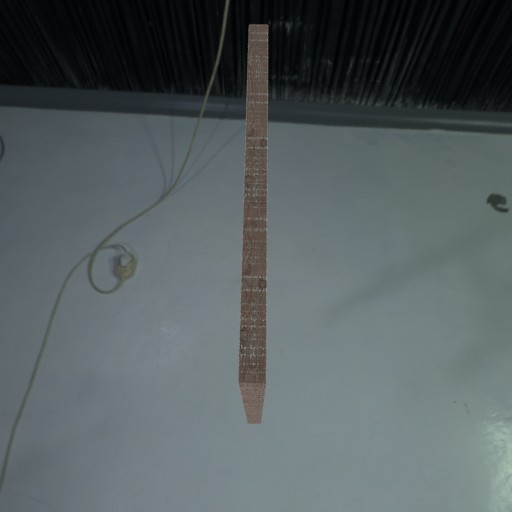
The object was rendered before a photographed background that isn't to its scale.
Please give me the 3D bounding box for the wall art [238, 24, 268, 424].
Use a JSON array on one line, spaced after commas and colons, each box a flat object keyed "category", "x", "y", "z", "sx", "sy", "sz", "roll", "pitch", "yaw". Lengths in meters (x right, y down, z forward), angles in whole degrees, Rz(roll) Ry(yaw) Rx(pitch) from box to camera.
[{"category": "wall art", "x": 0.000, "y": 0.000, "z": 0.804, "sx": 0.029, "sy": 0.531, "sz": 0.531, "roll": 1, "pitch": 65, "yaw": 0}]
